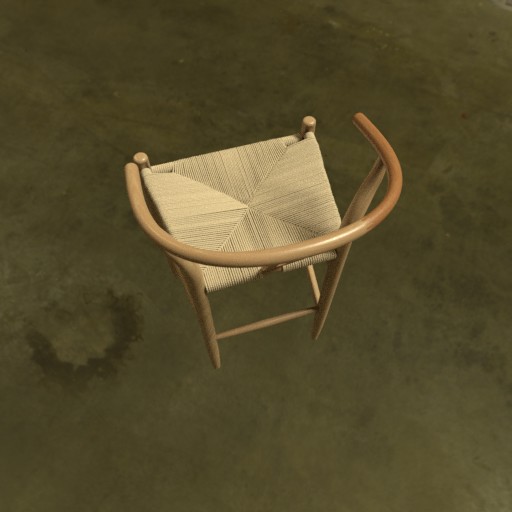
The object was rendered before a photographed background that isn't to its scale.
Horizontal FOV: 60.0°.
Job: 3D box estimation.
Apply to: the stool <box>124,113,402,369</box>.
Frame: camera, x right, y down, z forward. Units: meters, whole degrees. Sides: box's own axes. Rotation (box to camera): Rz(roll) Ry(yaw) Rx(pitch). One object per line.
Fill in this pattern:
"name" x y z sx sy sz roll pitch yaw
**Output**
"stool" 0.000 0.000 1.253 0.536 0.923 0.575 -15 60 -9
